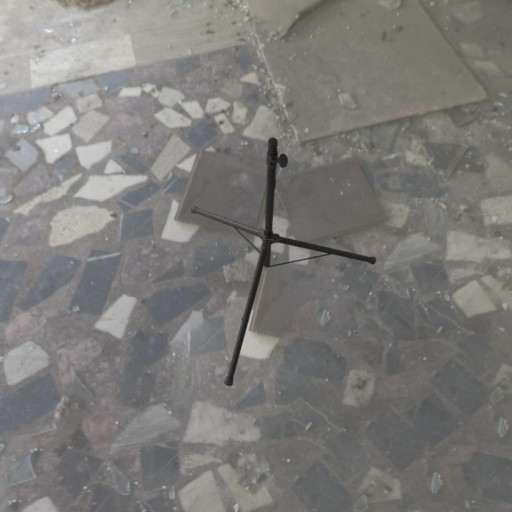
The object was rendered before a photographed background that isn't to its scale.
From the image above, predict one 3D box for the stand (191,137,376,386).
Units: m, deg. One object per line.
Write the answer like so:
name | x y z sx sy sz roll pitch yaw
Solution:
stand | 0.000 0.000 2.726 1.596 1.595 1.339 17 64 9
